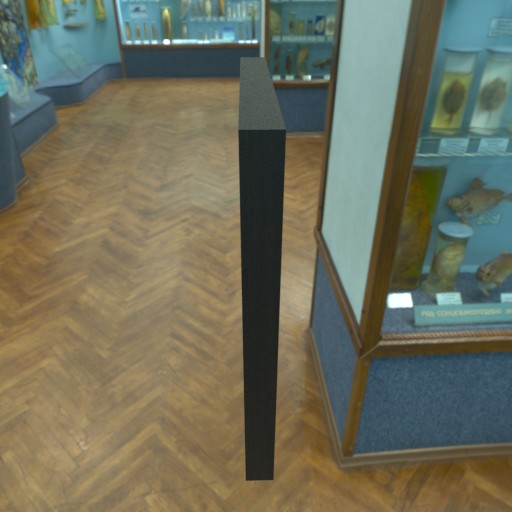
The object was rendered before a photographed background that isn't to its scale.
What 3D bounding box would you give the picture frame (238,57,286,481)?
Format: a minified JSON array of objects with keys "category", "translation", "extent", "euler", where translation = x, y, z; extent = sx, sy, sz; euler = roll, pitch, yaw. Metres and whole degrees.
[{"category":"picture frame","translation":[0.000,0.000,0.747],"extent":[0.044,0.555,0.452],"euler":[-1,32,-1]}]
